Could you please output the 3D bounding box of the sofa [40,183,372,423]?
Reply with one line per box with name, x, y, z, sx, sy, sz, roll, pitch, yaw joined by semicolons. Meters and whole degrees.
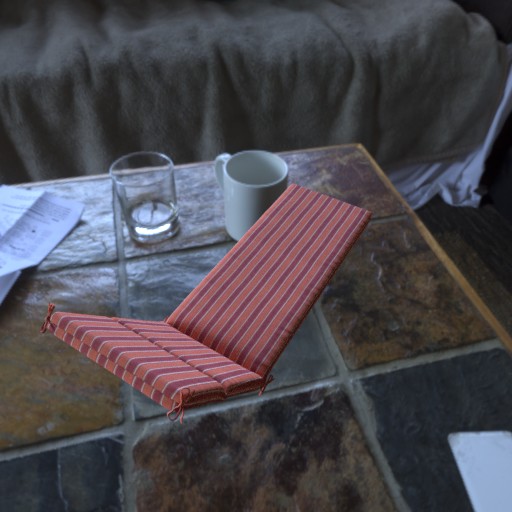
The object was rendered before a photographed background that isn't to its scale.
sofa;0.000;0.000;1.922;0.582;0.622;1.663;24;51;21
